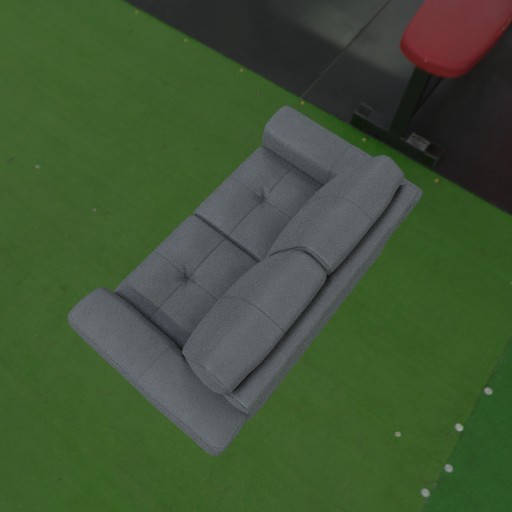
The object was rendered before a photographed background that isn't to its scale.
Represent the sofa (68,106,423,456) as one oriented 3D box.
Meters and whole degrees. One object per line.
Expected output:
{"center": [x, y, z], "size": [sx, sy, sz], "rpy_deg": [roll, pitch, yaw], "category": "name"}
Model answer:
{"center": [0.000, 0.000, 2.405], "size": [1.018, 0.907, 1.806], "rpy_deg": [37, 70, 15], "category": "sofa"}
